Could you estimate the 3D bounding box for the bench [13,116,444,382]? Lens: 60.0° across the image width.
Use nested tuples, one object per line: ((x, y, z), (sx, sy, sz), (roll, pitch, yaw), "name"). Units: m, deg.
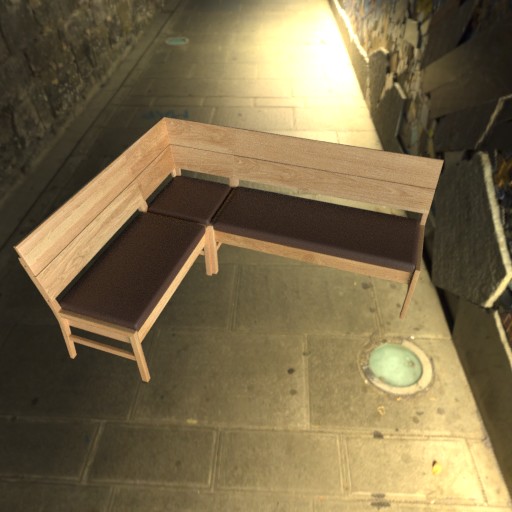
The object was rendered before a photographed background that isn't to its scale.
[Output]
((0.000, 0.000, 2.751), (1.975, 0.890, 1.549), (12, 43, 13), "bench")
